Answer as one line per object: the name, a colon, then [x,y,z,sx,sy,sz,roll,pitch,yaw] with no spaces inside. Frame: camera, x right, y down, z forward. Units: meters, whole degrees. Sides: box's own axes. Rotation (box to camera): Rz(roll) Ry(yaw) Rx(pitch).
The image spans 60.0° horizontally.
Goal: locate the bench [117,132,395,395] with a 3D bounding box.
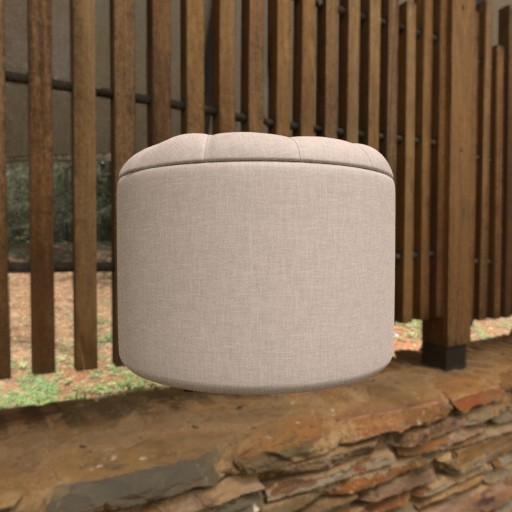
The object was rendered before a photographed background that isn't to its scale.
bench: [0.000,0.000,1.003,0.600,0.453,0.600,0,1,0]
